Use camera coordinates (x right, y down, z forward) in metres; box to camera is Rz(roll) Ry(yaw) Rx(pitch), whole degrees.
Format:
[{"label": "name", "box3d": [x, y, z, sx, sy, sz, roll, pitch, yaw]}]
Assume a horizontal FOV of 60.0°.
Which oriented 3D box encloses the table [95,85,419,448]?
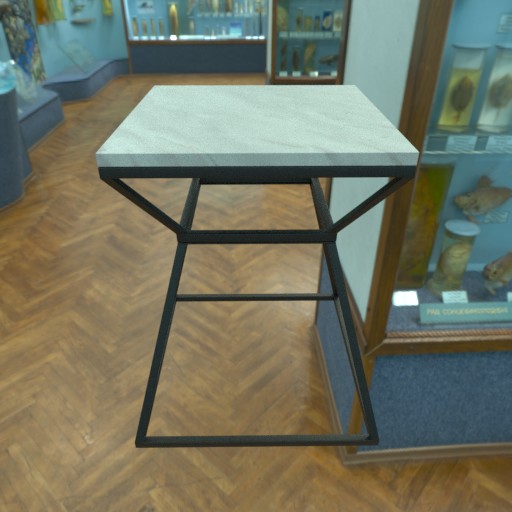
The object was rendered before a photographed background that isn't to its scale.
[{"label": "table", "box3d": [0.000, 0.000, 0.872, 0.455, 0.559, 0.455, 0, 32, -1]}]
